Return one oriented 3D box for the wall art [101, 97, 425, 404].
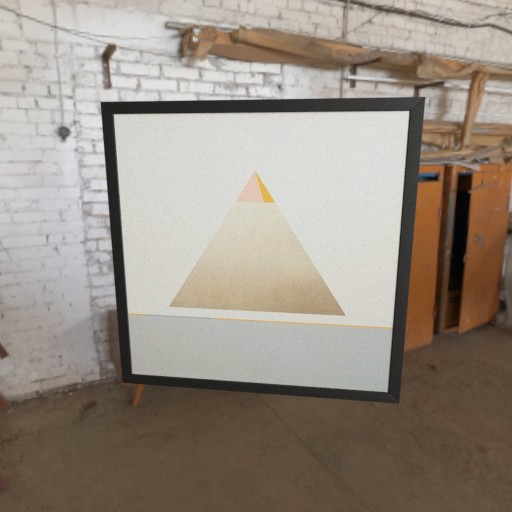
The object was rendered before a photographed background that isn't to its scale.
[{"bbox_3d":[0.000,0.000,0.767,0.513,0.511,0.028,2,14,8],"label":"wall art"}]
